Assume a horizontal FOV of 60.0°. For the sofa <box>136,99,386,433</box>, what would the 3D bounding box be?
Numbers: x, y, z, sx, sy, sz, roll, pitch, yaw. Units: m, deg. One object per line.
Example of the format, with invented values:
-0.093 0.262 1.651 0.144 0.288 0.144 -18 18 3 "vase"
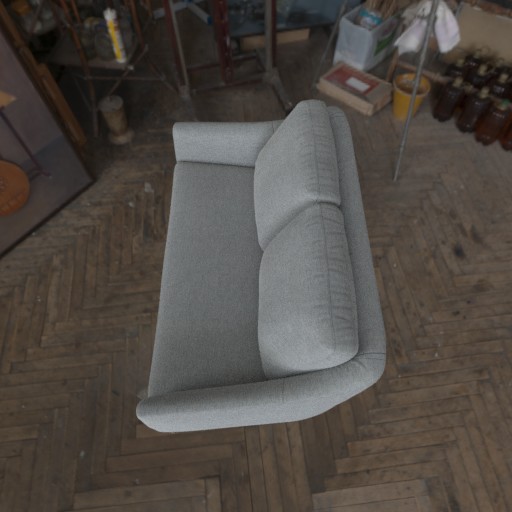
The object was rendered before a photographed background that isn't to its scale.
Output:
0.000 0.000 2.226 0.960 0.904 1.619 0 58 0 "sofa"
